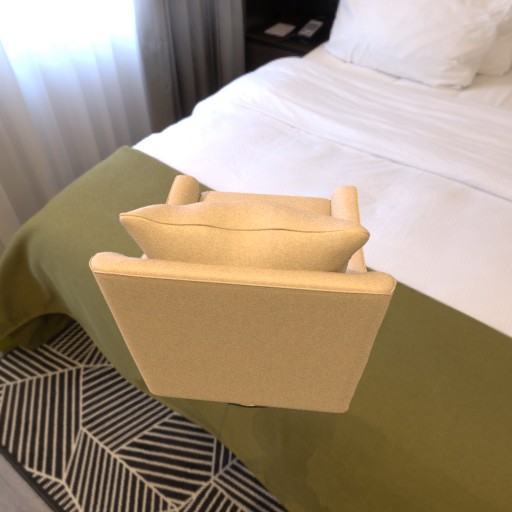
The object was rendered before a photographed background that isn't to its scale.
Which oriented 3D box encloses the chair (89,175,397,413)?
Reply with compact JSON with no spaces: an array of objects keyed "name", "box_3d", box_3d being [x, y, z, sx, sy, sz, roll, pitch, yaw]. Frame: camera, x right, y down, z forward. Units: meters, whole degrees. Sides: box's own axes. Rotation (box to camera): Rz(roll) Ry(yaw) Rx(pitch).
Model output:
[{"name":"chair","box_3d":[0.000,0.000,1.595,0.760,0.942,0.876,4,45,4]}]
